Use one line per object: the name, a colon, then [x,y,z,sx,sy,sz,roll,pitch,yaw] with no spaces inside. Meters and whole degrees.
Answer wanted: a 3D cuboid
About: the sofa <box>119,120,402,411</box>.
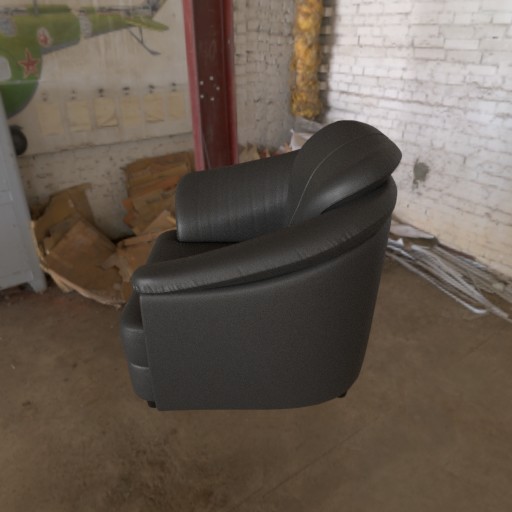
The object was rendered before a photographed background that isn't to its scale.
sofa: [0.000,0.000,1.486,0.794,0.811,0.870,0,27,0]
